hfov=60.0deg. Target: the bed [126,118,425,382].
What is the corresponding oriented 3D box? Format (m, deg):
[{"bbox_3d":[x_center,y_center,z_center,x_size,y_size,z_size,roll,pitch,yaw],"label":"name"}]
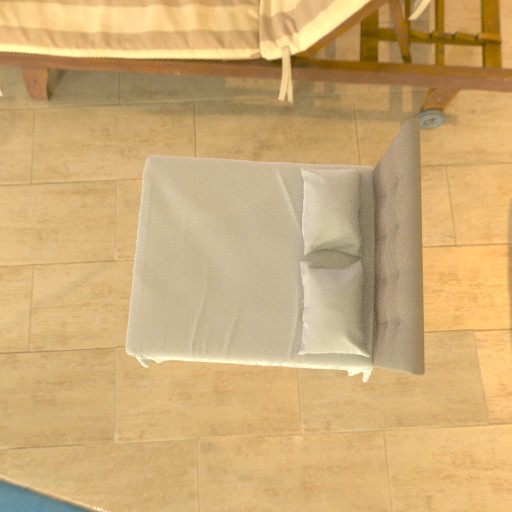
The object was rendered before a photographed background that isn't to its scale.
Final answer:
[{"bbox_3d":[0.000,0.000,3.494,2.222,1.577,1.936,3,79,1],"label":"bed"}]
